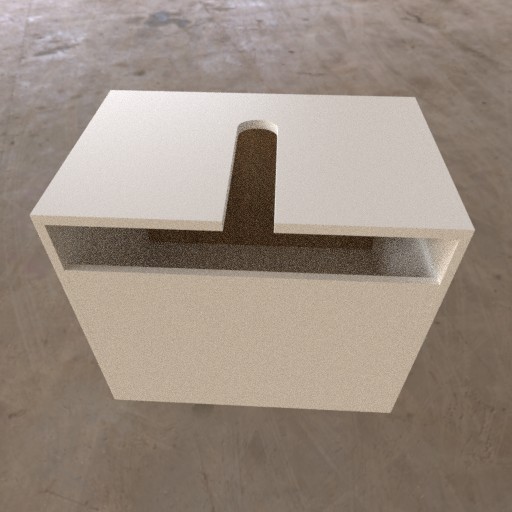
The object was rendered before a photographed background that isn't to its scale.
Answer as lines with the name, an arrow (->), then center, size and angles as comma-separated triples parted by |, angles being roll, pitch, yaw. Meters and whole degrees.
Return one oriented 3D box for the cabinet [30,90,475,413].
cabinet -> 0.000, 0.000, 0.920 | 0.600, 0.522, 0.400 | 2, 45, 2
